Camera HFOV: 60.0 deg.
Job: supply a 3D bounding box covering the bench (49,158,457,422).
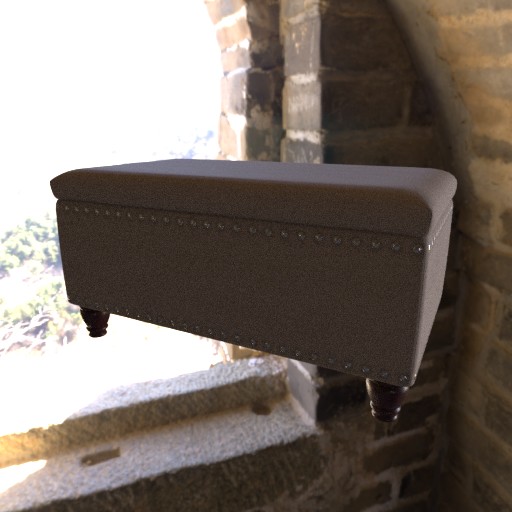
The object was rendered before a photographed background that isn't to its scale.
[{"bbox_3d":[0.000,0.000,1.150,0.887,0.449,0.500,8,18,26],"label":"bench"}]
